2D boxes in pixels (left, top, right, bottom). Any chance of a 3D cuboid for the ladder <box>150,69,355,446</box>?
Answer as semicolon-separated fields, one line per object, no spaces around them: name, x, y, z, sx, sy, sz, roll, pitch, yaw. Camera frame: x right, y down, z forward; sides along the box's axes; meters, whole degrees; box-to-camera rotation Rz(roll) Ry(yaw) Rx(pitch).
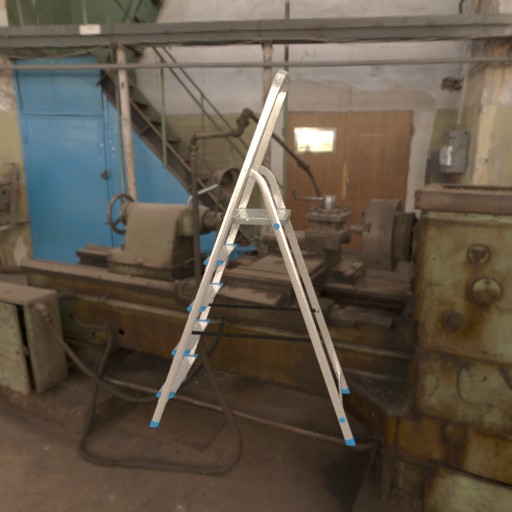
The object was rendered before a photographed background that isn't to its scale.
ladder;0.000;0.000;2.129;0.990;1.648;0.468;2;14;8
